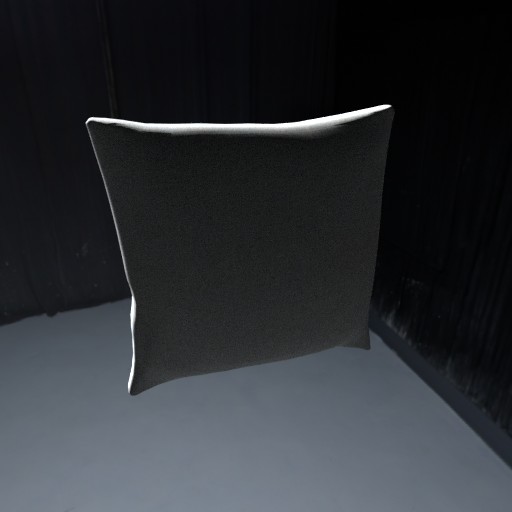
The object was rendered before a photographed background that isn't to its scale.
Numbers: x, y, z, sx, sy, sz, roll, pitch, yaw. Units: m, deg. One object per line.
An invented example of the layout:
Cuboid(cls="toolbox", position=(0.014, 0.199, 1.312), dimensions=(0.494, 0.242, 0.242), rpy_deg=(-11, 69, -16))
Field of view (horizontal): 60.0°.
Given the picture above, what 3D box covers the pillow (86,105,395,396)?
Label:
Cuboid(cls="pillow", position=(0.000, 0.000, 0.786), dimensions=(0.496, 0.491, 0.219), rpy_deg=(-8, 27, -16))
